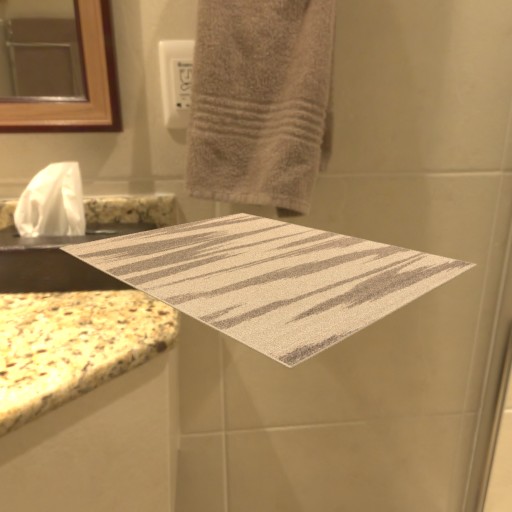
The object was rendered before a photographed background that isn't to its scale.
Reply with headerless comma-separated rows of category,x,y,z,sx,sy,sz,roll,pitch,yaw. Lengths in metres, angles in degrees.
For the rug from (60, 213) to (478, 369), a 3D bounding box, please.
rug,0.000,0.000,3.963,2.353,0.014,2.945,-16,23,-41
